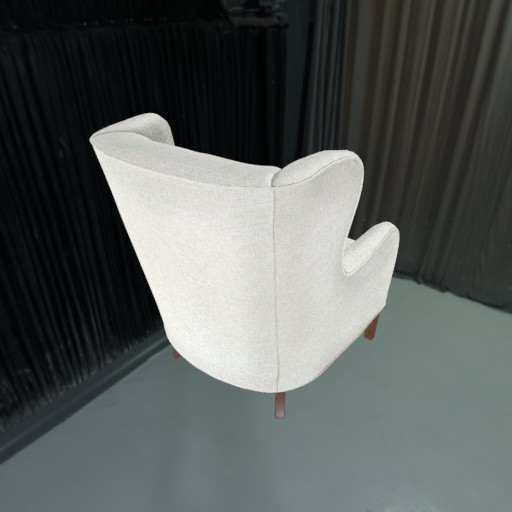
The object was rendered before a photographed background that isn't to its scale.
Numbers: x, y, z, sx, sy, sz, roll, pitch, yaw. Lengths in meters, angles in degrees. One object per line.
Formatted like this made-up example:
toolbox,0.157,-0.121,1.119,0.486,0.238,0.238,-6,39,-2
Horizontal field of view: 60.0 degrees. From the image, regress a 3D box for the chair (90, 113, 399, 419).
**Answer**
chair,0.000,0.000,1.732,0.838,1.040,0.966,21,36,31
